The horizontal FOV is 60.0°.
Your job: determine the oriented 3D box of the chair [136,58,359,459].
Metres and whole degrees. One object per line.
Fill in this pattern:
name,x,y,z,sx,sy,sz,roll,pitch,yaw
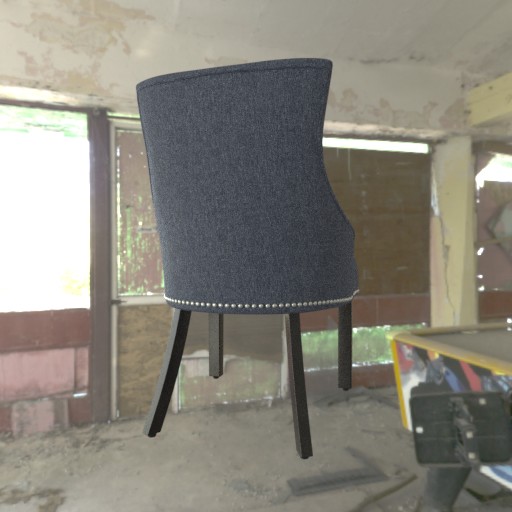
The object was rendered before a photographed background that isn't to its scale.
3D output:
chair,0.000,0.000,1.312,0.566,0.909,0.629,0,1,17
